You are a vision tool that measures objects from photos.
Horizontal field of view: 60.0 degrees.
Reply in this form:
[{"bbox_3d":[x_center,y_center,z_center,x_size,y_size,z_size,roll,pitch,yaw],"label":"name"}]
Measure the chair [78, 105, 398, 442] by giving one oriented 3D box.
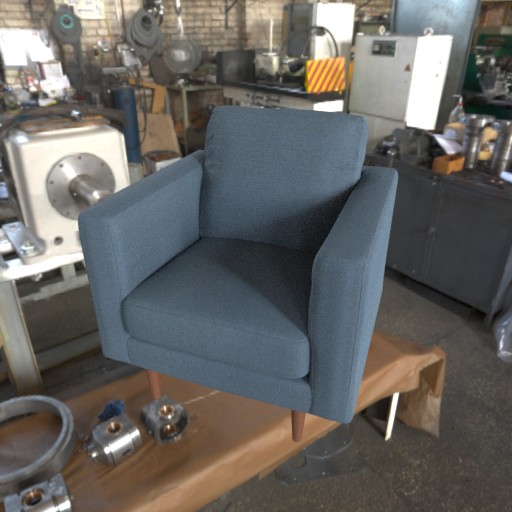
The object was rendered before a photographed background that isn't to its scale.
[{"bbox_3d":[0.000,0.000,1.565,0.855,0.922,0.820,10,29,18],"label":"chair"}]
